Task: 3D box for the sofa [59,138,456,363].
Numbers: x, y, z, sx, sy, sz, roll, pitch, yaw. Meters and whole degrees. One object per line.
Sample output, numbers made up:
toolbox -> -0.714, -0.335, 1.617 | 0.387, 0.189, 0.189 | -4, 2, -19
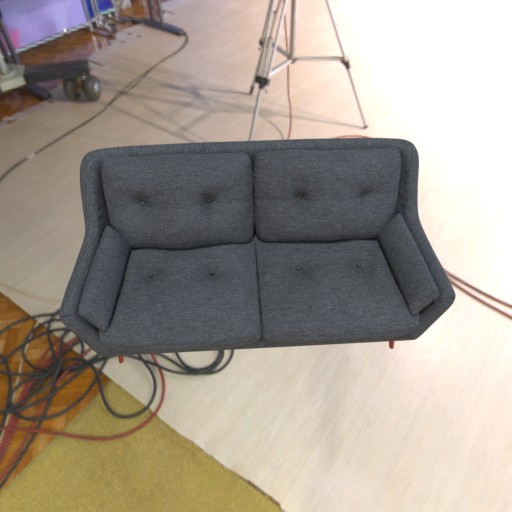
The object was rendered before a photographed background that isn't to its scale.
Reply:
sofa -> 0.000, 0.000, 2.476 | 1.929, 0.896, 0.975 | -3, 48, -2
